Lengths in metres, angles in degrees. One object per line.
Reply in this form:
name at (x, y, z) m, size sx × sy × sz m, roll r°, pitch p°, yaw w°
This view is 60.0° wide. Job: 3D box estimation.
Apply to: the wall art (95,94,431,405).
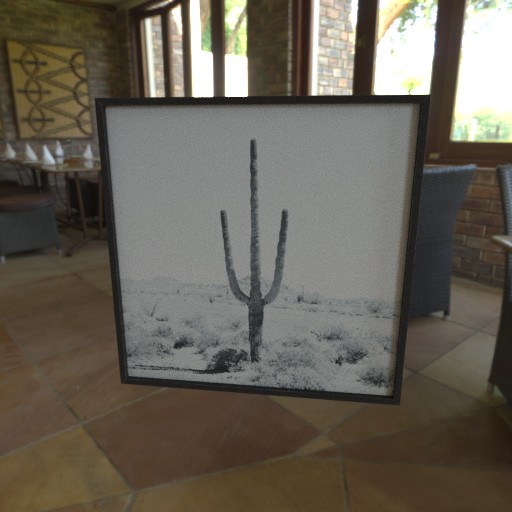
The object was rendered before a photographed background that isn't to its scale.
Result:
wall art at (0.000, 0.000, 0.751) m, size 0.508 × 0.508 × 0.038 m, roll 2°, pitch 16°, yaw 8°
